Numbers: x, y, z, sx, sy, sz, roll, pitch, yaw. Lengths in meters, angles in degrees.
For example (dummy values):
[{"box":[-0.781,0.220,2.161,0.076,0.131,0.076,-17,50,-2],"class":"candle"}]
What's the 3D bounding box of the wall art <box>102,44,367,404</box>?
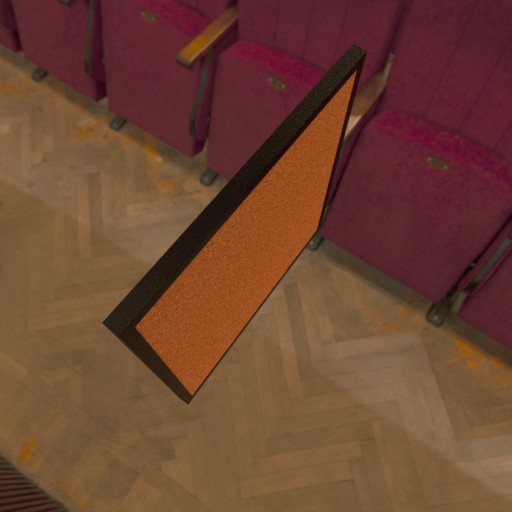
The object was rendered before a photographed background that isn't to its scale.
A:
[{"box":[0.000,0.000,1.144,0.036,0.755,0.756,33,68,15],"class":"wall art"}]
